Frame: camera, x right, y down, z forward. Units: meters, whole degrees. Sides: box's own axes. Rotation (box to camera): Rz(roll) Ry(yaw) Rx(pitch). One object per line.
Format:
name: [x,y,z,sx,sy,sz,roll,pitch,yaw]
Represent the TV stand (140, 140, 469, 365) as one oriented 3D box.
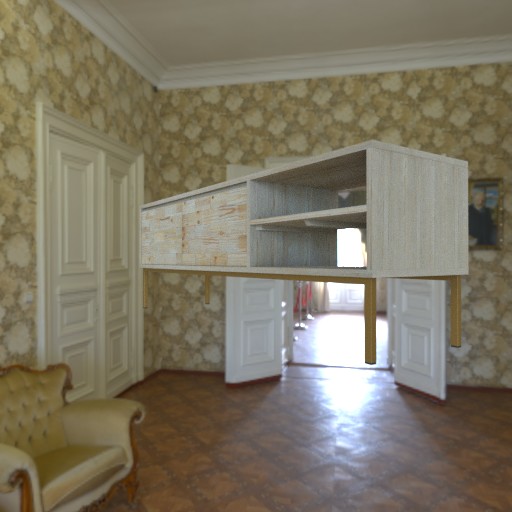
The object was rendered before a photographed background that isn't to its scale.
TV stand: [0.000,0.000,1.848,0.420,0.550,1.600,0,-1,-35]
